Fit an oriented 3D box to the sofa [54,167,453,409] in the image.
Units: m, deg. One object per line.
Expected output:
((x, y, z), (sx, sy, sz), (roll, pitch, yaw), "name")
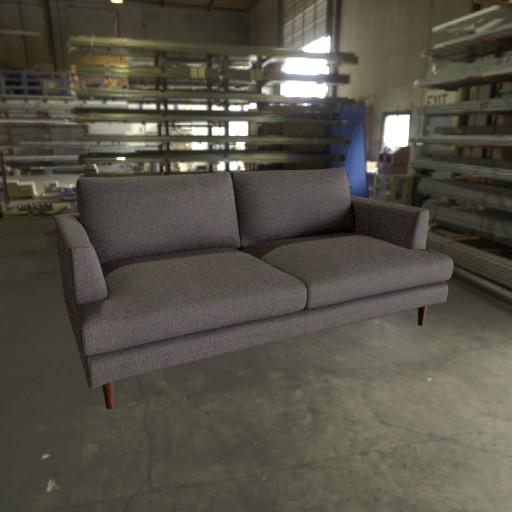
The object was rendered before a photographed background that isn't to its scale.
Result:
((0.000, 0.000, 2.436), (1.948, 0.868, 1.020), (-8, 17, -26), "sofa")
